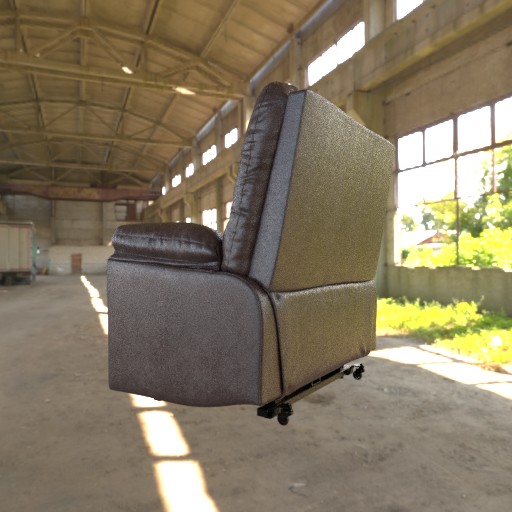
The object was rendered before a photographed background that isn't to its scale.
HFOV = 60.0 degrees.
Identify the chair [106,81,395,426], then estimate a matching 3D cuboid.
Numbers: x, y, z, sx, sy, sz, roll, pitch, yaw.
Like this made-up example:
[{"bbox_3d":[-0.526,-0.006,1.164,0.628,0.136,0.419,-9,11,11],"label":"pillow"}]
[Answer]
[{"bbox_3d":[0.000,0.000,1.752,0.879,1.041,0.940,0,0,34],"label":"chair"}]
